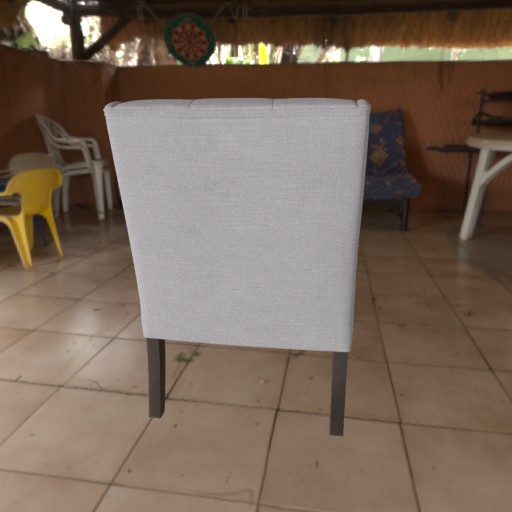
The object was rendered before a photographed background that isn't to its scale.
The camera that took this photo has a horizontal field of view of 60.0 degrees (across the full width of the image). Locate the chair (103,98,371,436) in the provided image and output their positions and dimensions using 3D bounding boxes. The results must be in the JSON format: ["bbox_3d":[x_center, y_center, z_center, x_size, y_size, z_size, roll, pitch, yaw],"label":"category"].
[{"bbox_3d":[0.000,0.000,1.319,0.569,0.853,0.676,2,16,8],"label":"chair"}]
